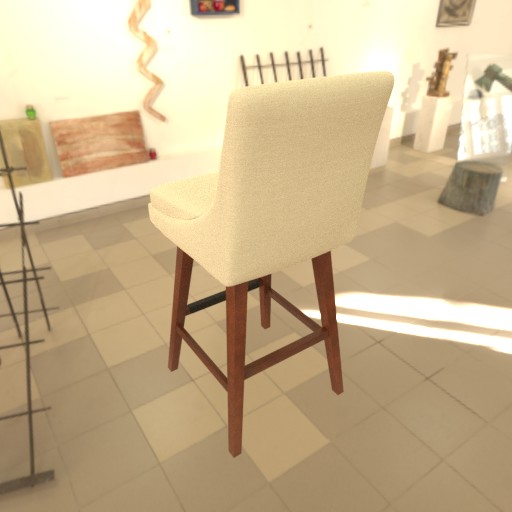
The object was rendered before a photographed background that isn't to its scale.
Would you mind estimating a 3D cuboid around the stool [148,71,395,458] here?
[{"bbox_3d":[0.000,0.000,1.371,0.470,1.097,0.559,-19,35,-30],"label":"stool"}]
